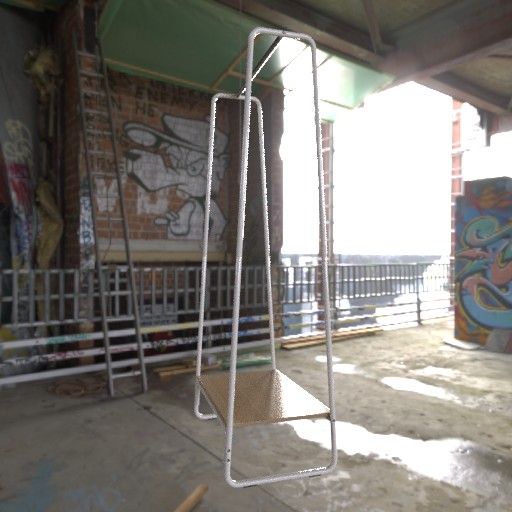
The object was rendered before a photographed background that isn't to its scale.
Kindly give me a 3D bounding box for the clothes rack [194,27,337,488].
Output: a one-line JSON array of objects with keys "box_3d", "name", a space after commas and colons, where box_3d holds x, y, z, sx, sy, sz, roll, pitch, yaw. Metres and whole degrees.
[{"box_3d": [0.000, 0.000, 1.774, 0.400, 1.500, 0.640, 0, 0, -17], "name": "clothes rack"}]
